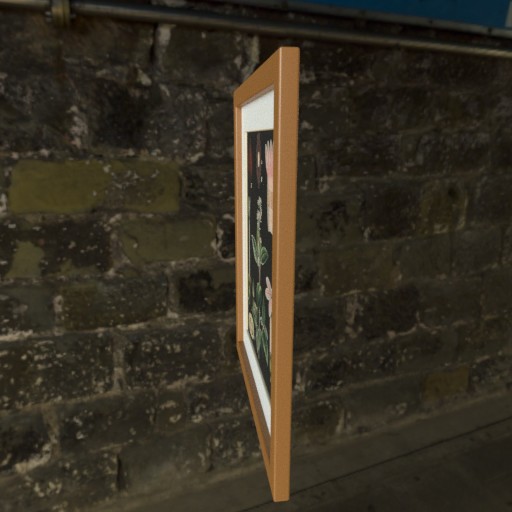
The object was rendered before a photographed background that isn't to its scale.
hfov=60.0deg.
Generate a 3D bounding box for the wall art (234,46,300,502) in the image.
[{"bbox_3d":[0.000,0.000,0.726,0.021,0.550,0.449,-2,15,-8],"label":"wall art"}]
